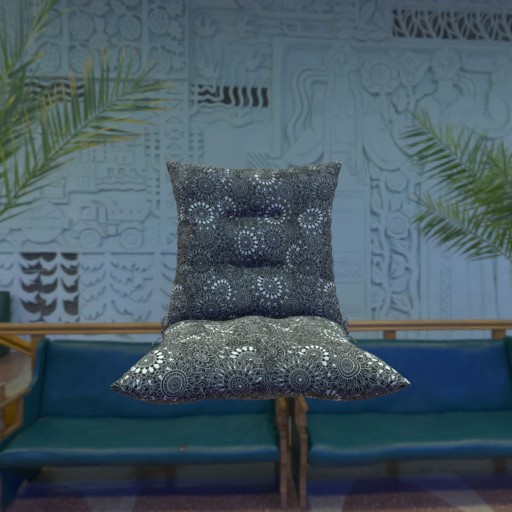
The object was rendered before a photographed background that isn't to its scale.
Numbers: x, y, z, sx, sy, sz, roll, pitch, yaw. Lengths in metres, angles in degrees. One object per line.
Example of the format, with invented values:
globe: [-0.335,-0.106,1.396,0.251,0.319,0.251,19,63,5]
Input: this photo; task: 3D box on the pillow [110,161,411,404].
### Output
pillow: [0.000,0.000,1.023,0.541,0.536,0.585,0,1,-1]
